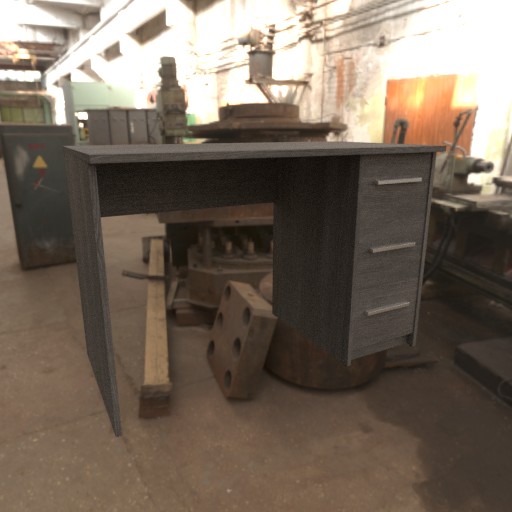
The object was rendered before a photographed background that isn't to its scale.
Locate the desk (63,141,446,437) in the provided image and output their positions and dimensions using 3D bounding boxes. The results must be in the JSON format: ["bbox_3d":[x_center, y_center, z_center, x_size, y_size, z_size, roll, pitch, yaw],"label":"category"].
[{"bbox_3d":[0.000,0.000,1.522,1.097,0.735,0.560,-8,18,-27],"label":"desk"}]
